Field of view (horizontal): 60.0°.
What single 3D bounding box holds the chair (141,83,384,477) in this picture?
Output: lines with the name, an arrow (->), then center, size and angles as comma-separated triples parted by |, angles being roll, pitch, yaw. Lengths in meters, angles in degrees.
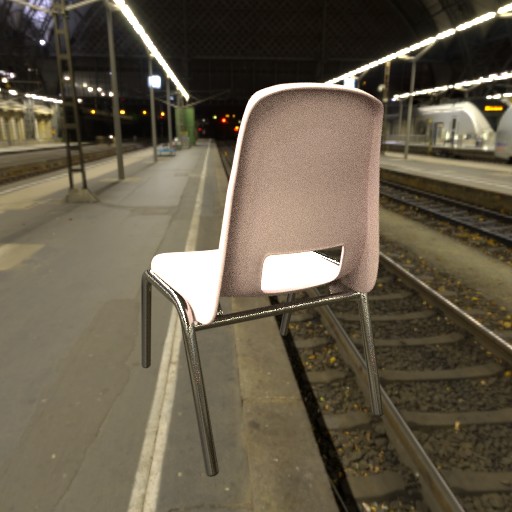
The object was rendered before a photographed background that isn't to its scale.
chair -> 0.000, 0.000, 0.780 | 0.354, 0.537, 0.385 | -8, 17, -26
